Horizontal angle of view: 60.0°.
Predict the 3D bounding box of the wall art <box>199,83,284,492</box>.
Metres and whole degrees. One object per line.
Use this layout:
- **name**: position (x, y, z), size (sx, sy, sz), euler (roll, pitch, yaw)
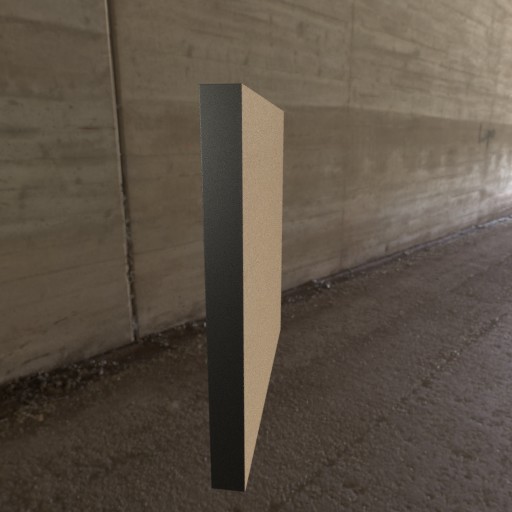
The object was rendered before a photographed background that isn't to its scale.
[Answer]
- **wall art**: position (0.000, 0.000, 0.485), size (0.029, 0.318, 0.327), euler (2, 15, 8)
